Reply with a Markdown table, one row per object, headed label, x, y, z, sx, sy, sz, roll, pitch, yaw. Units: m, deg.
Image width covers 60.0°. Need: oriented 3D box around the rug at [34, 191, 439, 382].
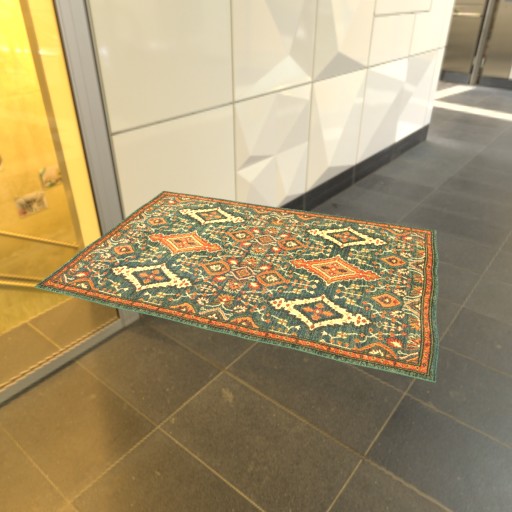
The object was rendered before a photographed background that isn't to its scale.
| label | x | y | z | sx | sy | sz | roll | pitch | yaw |
| --- | --- | --- | --- | --- | --- | --- | --- | --- | --- |
| rug | 0.000 | 0.000 | 3.056 | 2.373 | 0.009 | 1.622 | 10 | 33 | 16 |
